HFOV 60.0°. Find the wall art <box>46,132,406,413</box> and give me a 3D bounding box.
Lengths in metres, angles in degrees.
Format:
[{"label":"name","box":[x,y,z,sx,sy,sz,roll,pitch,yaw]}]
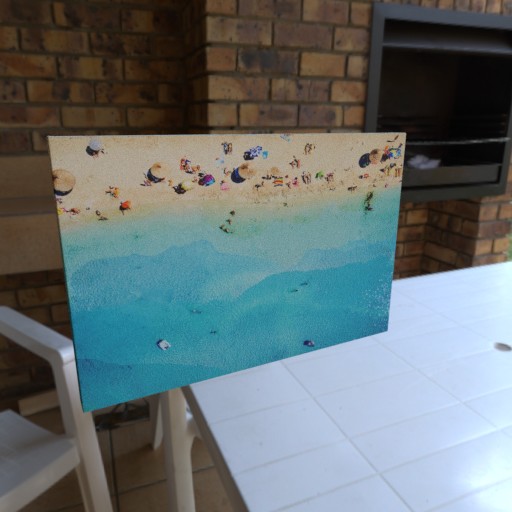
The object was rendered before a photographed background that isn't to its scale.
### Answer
[{"label":"wall art","box":[0.000,0.000,1.122,0.894,0.595,0.057,-8,18,-26]}]
